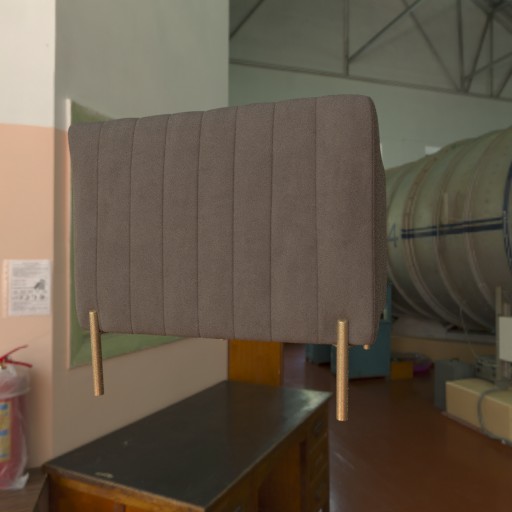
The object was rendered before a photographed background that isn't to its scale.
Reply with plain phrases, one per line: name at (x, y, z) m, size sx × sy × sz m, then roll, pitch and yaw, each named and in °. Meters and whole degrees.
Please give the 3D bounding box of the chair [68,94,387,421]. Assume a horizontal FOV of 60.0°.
chair at (0.000, 0.000, 1.570) m, size 0.873 × 0.779 × 0.981 m, roll 0°, pitch -1°, yaw 18°
